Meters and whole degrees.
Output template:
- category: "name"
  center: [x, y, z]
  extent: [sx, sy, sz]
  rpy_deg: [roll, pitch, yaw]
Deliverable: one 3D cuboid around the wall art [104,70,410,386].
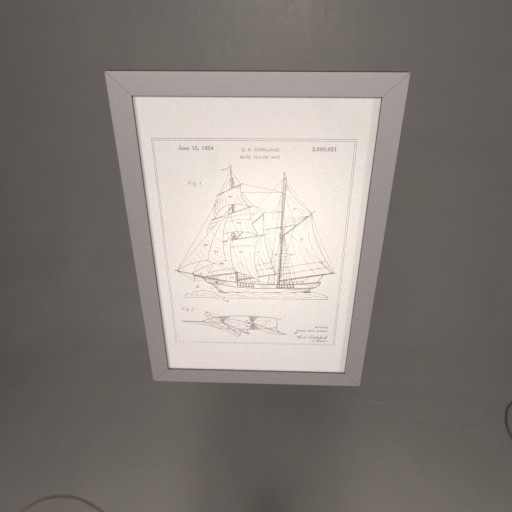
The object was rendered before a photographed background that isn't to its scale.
- category: "wall art"
  center: [0.000, 0.000, 0.687]
  extent: [0.380, 0.534, 0.013]
  rpy_deg: [1, 30, 2]
